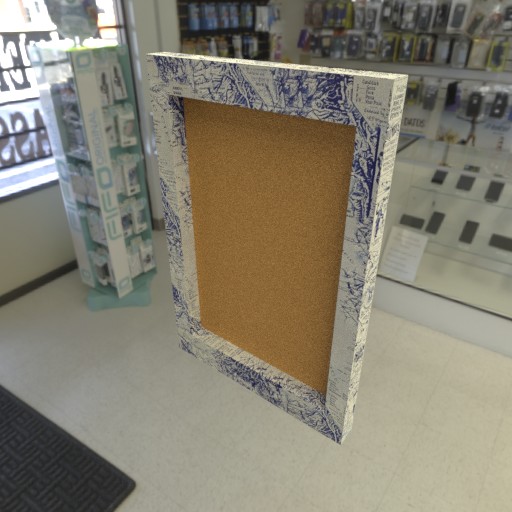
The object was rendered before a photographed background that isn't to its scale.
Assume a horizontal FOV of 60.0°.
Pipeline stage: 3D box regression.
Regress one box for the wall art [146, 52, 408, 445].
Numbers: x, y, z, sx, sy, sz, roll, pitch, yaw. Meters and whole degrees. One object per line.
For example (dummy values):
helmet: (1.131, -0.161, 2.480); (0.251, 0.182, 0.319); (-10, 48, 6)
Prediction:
wall art: (0.000, 0.000, 0.746); (0.408, 0.601, 0.040); (22, 36, 32)
